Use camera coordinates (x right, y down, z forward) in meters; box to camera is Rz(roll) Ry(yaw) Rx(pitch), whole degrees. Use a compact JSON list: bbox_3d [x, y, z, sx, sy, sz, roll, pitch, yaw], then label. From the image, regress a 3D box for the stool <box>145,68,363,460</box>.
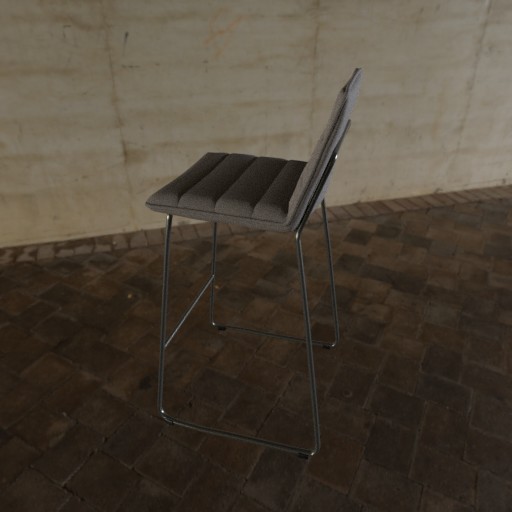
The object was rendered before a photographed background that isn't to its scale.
[{"bbox_3d":[0.000,0.000,1.242,0.490,0.960,0.490,8,30,14],"label":"stool"}]
